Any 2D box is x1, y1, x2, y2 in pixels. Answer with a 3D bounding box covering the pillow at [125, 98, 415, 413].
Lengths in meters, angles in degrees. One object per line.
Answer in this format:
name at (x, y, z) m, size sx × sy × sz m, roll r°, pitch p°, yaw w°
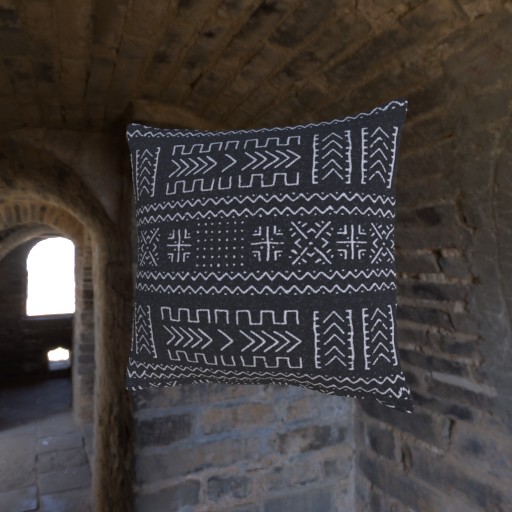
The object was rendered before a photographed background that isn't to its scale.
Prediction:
pillow at (0.000, 0.000, 0.653) m, size 0.438 × 0.430 × 0.164 m, roll 0°, pitch -1°, yaw 17°
